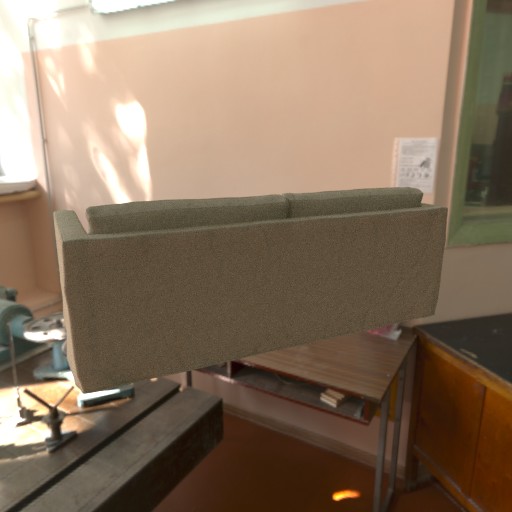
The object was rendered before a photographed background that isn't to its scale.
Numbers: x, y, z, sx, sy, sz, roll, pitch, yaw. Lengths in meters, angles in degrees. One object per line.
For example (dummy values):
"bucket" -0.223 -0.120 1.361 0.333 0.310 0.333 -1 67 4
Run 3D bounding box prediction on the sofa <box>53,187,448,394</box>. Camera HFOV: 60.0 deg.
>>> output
"sofa" 0.000 0.000 2.789 2.296 0.847 0.956 -7 16 -25
